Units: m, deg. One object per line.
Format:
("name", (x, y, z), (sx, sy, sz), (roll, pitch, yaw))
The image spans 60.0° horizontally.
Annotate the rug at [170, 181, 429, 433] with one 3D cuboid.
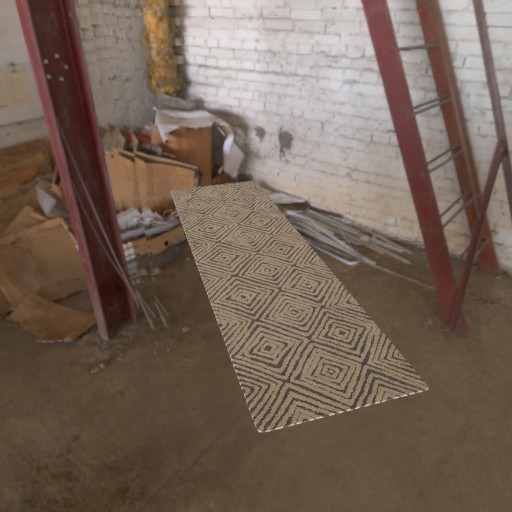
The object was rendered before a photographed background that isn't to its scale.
("rug", (0.000, 0.000, 2.523), (0.676, 0.008, 2.277), (-9, 31, -15))
